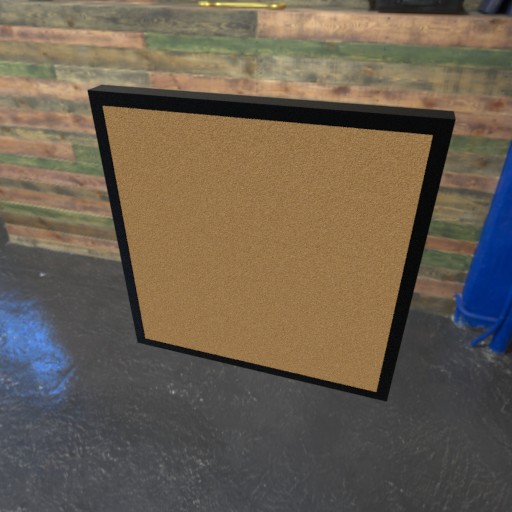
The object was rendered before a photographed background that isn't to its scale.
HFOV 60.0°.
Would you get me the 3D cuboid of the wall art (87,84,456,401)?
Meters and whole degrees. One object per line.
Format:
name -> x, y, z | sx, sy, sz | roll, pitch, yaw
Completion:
wall art -> 0.000, 0.000, 0.739 | 0.506, 0.506, 0.038 | 10, 34, 14
